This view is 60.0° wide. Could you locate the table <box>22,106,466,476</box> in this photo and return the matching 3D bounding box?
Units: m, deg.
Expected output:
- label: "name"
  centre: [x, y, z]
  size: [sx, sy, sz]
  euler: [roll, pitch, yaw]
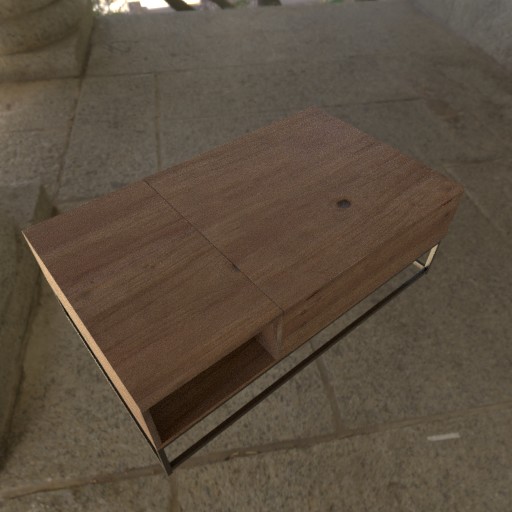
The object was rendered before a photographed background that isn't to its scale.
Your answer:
- label: "table"
  centre: [0.000, 0.000, 1.404]
  size: [1.101, 0.395, 0.655]
  euler: [-31, 53, -26]
